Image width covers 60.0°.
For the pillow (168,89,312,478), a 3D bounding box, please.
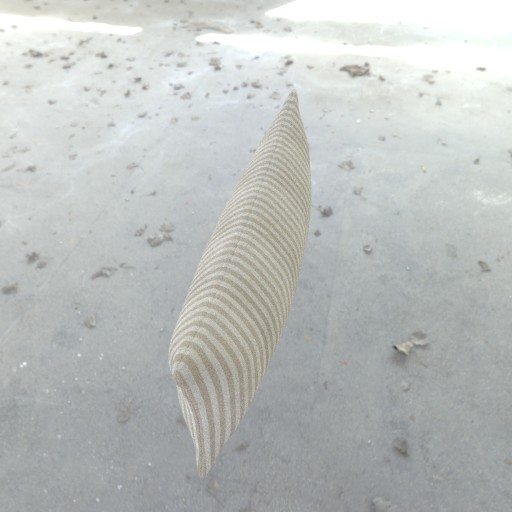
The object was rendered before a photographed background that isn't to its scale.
[{"bbox_3d":[0.000,0.000,0.730,0.151,0.295,0.617,10,46,10],"label":"pillow"}]
